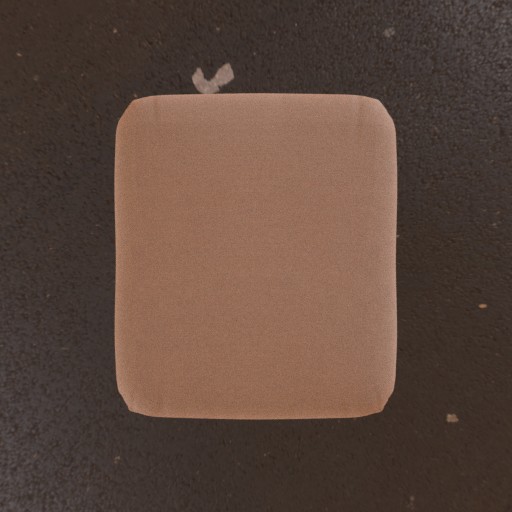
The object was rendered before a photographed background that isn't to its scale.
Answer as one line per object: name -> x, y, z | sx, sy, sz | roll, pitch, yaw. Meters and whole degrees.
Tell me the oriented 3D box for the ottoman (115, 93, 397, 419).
ottoman -> 0.000, 0.000, 1.144 | 0.639, 0.450, 0.746 | 0, 91, 0
